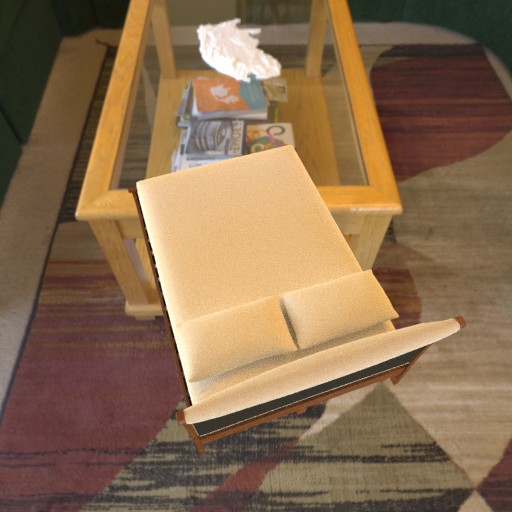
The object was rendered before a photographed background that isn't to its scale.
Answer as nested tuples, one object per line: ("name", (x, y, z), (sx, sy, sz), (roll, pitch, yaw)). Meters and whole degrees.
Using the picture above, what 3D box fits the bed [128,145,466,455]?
("bed", (0.000, 0.000, 3.311), (1.612, 1.250, 2.380), (-16, 58, -10))
